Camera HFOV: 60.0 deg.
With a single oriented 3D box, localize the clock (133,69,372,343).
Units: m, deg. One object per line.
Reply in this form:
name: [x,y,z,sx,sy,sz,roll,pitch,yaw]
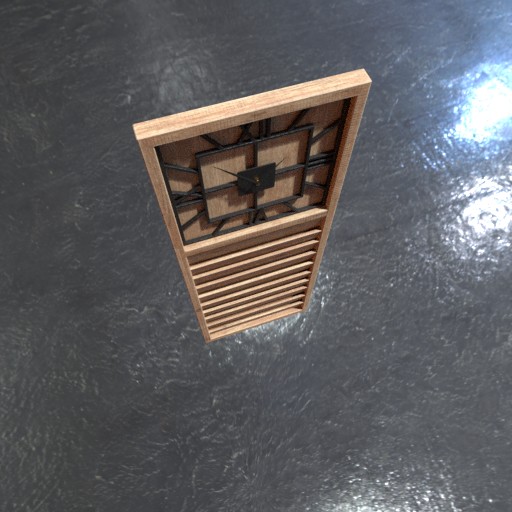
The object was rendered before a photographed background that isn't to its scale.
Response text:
clock: [0.000,0.000,1.075,0.361,0.965,0.030,-17,63,-9]
